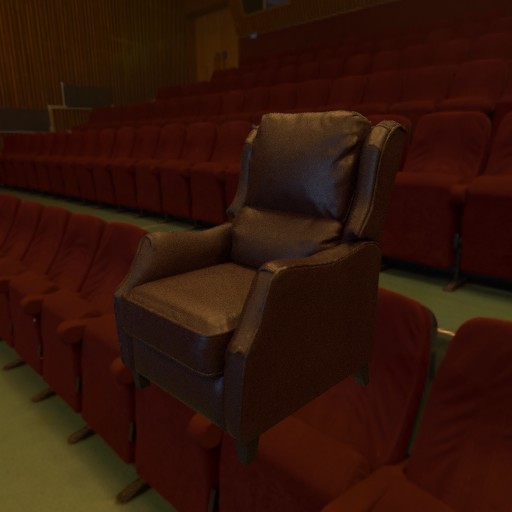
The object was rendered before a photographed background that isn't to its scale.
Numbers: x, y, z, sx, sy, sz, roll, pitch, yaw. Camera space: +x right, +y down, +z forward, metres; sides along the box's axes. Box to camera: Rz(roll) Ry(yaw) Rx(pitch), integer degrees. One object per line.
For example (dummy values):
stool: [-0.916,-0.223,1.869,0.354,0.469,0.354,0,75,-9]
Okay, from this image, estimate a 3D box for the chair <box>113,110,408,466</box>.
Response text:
chair: [0.000,0.000,1.780,0.770,1.132,0.982,14,21,43]
